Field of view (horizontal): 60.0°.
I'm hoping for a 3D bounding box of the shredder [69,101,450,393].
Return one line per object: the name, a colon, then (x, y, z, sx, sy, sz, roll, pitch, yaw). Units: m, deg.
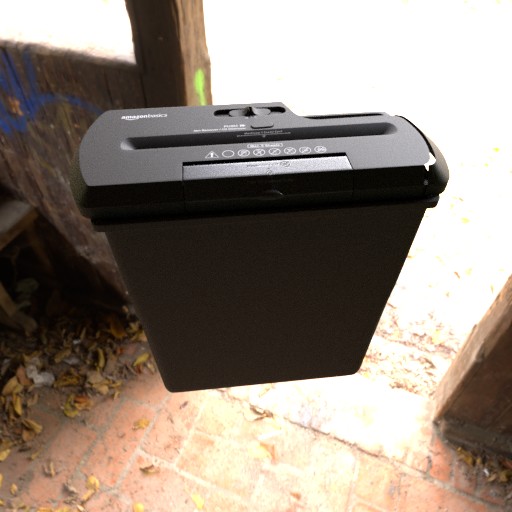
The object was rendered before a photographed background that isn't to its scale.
shredder: (0.000, 0.000, 0.508, 0.320, 0.335, 0.170, -4, 47, -4)
